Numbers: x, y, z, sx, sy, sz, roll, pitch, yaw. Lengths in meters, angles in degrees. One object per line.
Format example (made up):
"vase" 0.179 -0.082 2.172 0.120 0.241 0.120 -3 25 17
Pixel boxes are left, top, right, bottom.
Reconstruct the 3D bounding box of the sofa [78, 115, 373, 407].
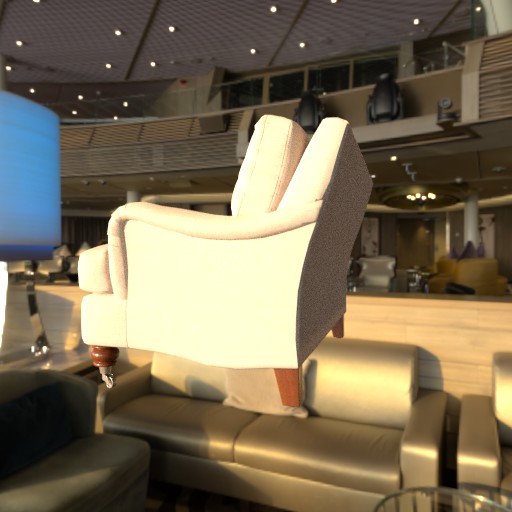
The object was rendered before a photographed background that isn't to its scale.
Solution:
"sofa" 0.000 0.000 2.278 1.087 1.048 1.508 0 1 18
